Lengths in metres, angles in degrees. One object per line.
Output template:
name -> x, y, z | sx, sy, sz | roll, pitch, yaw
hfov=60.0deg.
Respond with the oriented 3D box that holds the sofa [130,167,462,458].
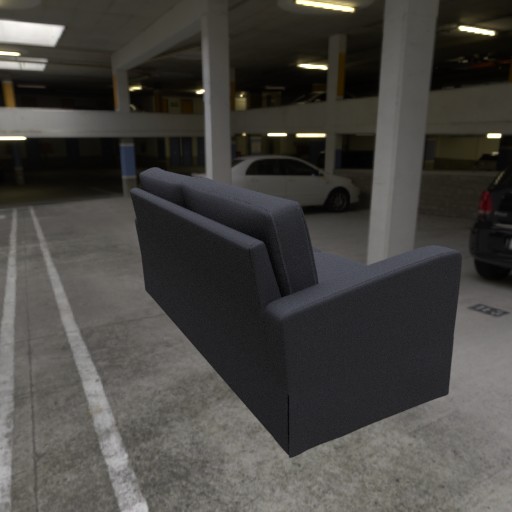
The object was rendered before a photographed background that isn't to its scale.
sofa -> 0.000, 0.000, 2.304 | 0.898, 0.839, 1.852 | -8, 18, -27
